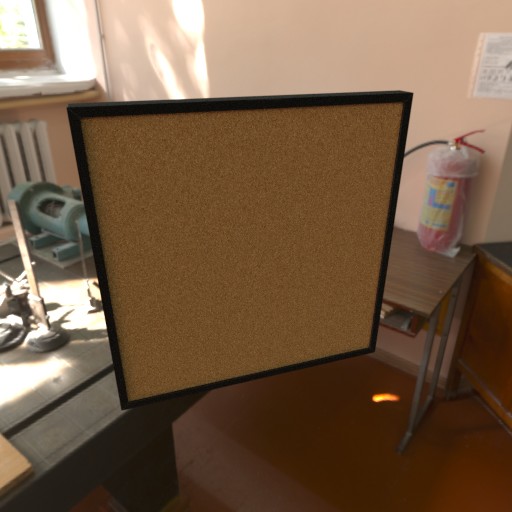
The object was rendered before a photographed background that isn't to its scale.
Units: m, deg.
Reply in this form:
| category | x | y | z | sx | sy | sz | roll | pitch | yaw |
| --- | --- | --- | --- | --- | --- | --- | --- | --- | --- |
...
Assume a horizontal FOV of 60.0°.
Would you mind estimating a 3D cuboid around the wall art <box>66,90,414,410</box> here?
| category | x | y | z | sx | sy | sz | roll | pitch | yaw |
| --- | --- | --- | --- | --- | --- | --- | --- | --- | --- |
| wall art | 0.000 | 0.000 | 0.746 | 0.506 | 0.506 | 0.036 | -8 | 28 | -16 |
